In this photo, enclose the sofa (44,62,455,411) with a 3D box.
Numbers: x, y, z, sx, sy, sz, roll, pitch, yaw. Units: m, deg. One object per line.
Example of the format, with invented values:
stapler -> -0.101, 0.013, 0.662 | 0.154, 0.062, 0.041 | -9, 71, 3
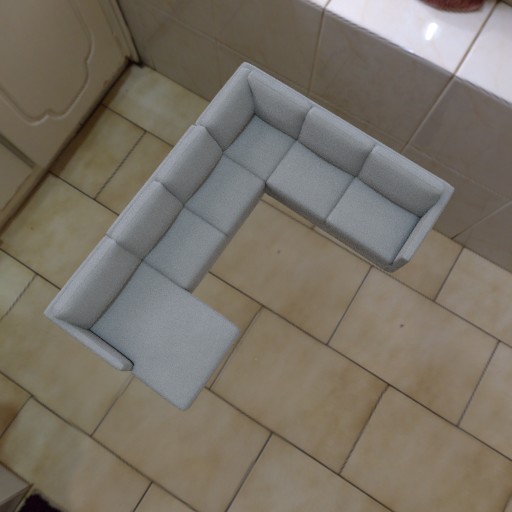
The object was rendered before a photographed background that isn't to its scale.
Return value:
sofa -> 0.000, 0.000, 4.422 | 2.551, 0.853, 3.238 | 34, 79, 7
